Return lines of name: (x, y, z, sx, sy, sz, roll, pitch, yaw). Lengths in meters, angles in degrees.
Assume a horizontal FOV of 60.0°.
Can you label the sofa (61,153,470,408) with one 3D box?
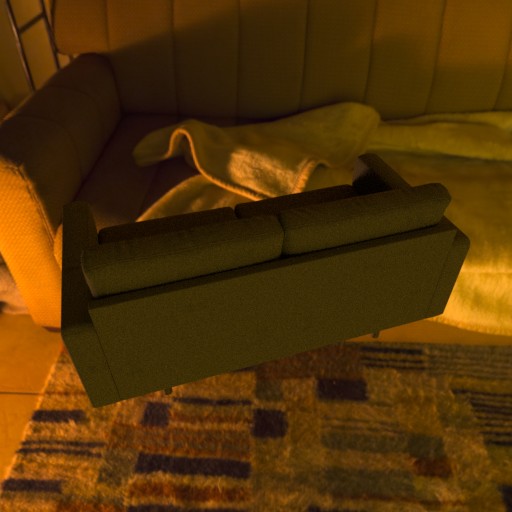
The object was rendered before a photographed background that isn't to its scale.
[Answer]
sofa: (0.000, 0.000, 2.206, 1.730, 0.897, 0.889, -12, 42, -13)
